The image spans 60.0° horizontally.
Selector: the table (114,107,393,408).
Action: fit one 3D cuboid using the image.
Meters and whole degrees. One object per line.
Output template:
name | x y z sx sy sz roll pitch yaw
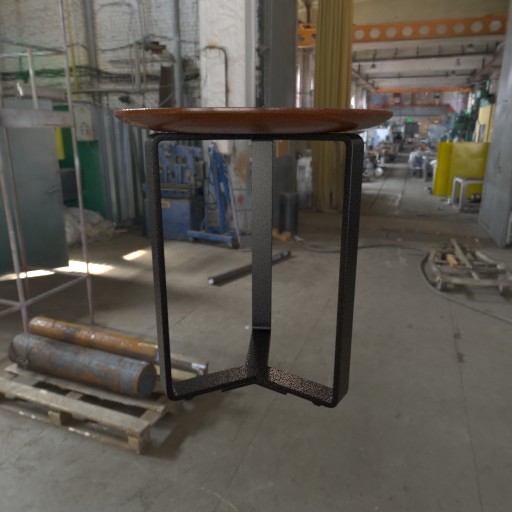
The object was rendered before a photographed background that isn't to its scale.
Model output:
table | 0.000 0.000 0.731 0.410 0.450 0.380 -8 18 -25
